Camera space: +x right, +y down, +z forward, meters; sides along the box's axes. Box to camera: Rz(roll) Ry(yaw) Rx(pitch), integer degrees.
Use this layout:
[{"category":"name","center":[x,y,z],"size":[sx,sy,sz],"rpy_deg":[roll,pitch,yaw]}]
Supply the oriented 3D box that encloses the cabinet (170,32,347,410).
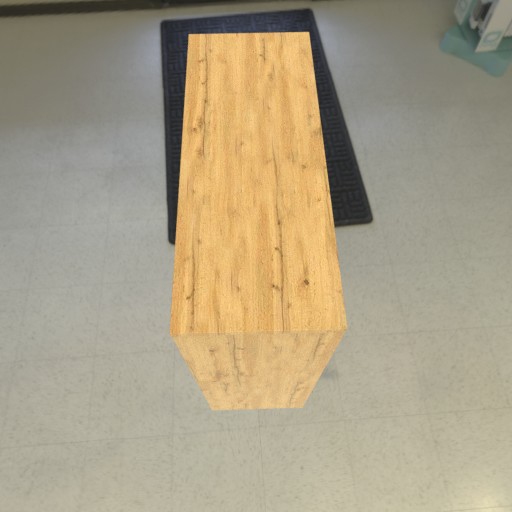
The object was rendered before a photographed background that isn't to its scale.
[{"category":"cabinet","center":[0.000,0.000,2.019],"size":[0.473,1.397,1.168],"rpy_deg":[-1,62,-1]}]
